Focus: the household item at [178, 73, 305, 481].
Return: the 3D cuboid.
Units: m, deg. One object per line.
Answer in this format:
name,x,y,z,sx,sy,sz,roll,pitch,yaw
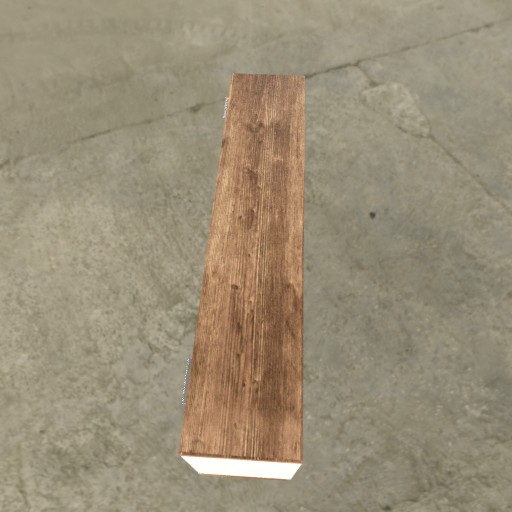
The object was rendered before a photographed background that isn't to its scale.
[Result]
household item,0.000,0.000,2.057,0.390,0.615,1.800,3,59,2
